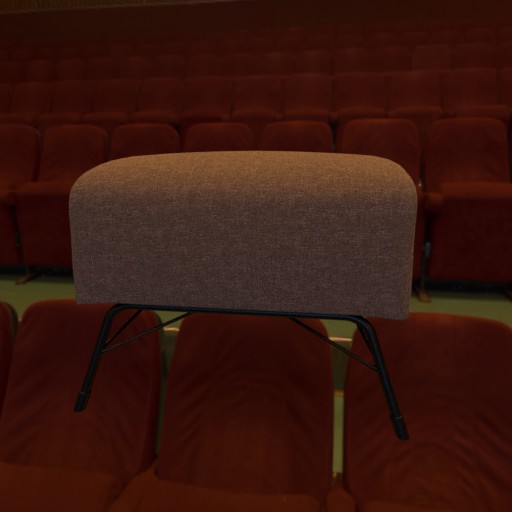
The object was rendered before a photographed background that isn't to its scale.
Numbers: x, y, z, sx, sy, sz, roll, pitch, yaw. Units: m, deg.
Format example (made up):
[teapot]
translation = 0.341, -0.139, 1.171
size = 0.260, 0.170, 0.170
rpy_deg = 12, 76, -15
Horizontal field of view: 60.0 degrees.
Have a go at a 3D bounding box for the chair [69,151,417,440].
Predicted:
[chair]
translation = 0.000, 0.000, 0.889
size = 0.530, 0.410, 0.530
rpy_deg = 2, 14, 8
